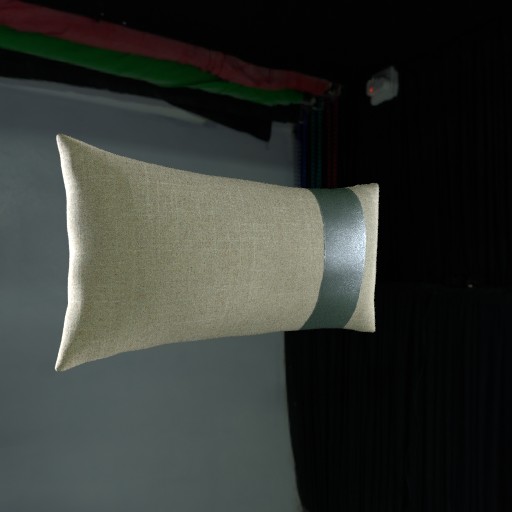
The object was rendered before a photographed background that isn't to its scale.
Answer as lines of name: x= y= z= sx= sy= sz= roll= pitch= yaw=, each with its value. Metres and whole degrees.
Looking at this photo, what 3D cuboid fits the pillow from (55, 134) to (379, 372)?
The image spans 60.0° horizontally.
pillow: x=0.000 y=0.000 z=1.026 sx=0.859 sy=0.429 sz=0.197 roll=0 pitch=-1 yaw=-35
